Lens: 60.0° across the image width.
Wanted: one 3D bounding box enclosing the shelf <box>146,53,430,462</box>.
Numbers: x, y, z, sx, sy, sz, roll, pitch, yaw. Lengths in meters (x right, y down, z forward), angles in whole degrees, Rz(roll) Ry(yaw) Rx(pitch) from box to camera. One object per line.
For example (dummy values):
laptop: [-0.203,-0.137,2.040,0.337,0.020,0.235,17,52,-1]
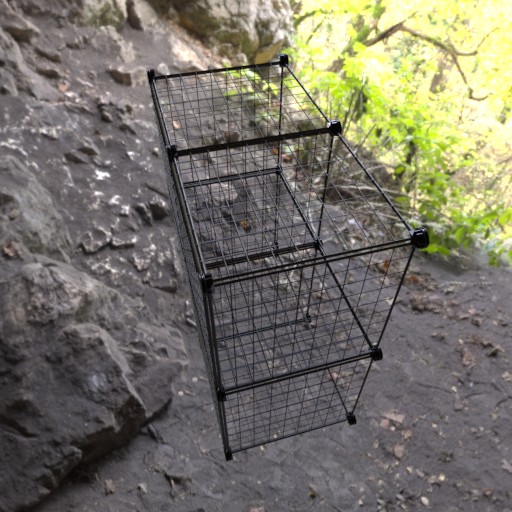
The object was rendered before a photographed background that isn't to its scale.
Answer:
shelf: [0.000,0.000,1.134,0.356,0.711,0.711,-12,48,-11]
